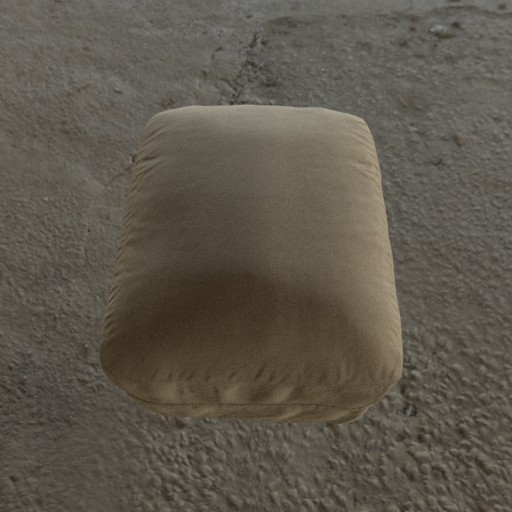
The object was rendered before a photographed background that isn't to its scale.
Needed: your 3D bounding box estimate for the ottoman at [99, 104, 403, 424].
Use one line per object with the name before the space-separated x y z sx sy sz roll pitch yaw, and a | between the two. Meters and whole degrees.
ottoman | 0.000 0.000 1.073 0.584 0.480 0.712 1 61 1
